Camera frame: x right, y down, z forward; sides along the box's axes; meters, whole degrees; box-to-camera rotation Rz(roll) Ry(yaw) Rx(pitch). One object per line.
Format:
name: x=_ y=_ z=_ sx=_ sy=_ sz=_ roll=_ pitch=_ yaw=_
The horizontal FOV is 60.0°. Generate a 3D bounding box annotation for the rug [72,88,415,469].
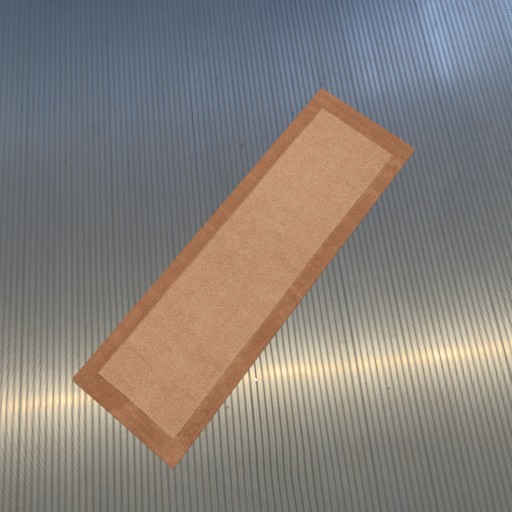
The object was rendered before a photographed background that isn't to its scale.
rug: x=0.000 y=0.000 z=2.716 sx=0.764 sy=0.017 sz=2.439 roll=37 pitch=78 yaw=9
